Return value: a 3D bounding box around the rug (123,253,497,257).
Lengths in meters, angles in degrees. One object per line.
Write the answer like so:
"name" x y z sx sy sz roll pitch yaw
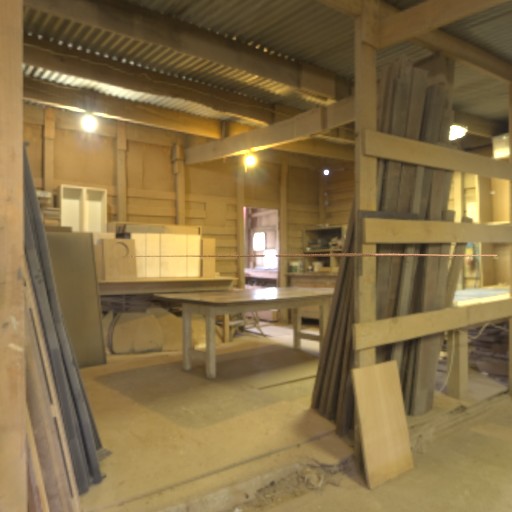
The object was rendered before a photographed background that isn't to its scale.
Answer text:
"rug" 0.000 0.000 2.648 0.799 0.010 2.444 0 0 -35
